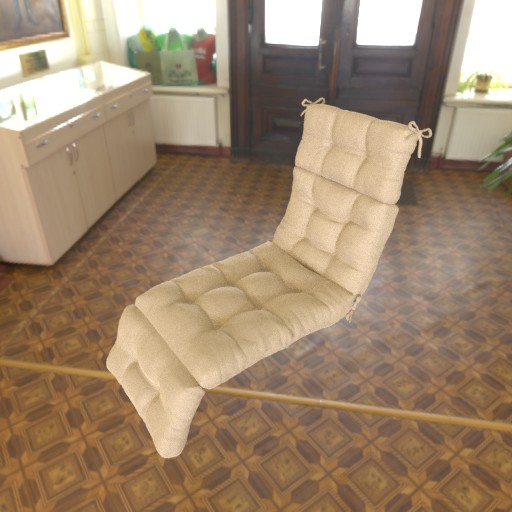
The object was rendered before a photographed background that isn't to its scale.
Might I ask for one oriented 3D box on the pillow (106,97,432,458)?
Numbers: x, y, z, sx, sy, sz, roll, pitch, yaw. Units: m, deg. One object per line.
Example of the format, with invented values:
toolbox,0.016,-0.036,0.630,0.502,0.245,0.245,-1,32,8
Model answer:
pillow,0.000,0.000,1.500,1.016,0.863,0.526,-21,37,-30
